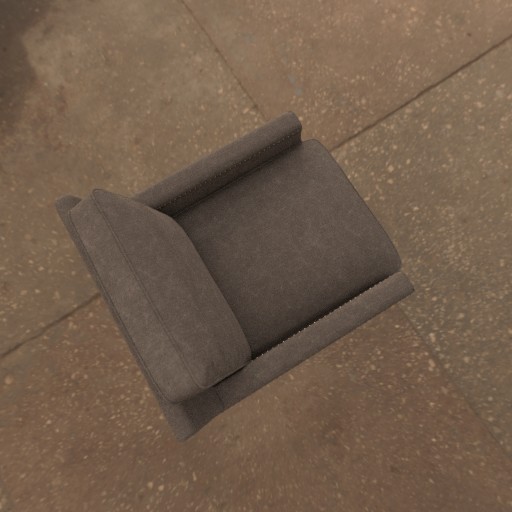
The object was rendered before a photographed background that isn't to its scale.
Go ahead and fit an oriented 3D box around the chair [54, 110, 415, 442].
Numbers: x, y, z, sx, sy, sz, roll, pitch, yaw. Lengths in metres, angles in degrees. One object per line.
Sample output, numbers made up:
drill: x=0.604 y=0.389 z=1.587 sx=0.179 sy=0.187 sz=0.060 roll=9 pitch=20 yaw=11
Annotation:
chair: x=0.000 y=0.000 z=1.706 sx=1.014 sy=0.948 sz=0.853 roll=-30 pitch=79 yaw=-7
